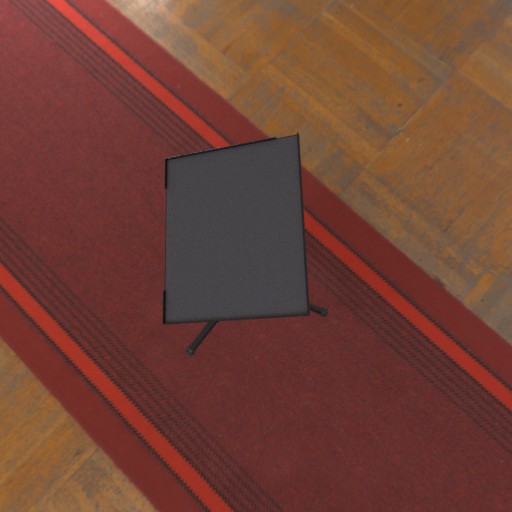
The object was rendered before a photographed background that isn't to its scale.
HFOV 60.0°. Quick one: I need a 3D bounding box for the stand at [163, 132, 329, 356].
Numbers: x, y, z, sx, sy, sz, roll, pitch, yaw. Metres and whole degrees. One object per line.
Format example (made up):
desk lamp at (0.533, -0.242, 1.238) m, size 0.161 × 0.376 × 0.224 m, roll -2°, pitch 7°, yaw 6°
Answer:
stand at (0.000, 0.000, 1.655) m, size 0.702 × 1.198 × 0.702 m, roll -2°, pitch 77°, yaw 0°
